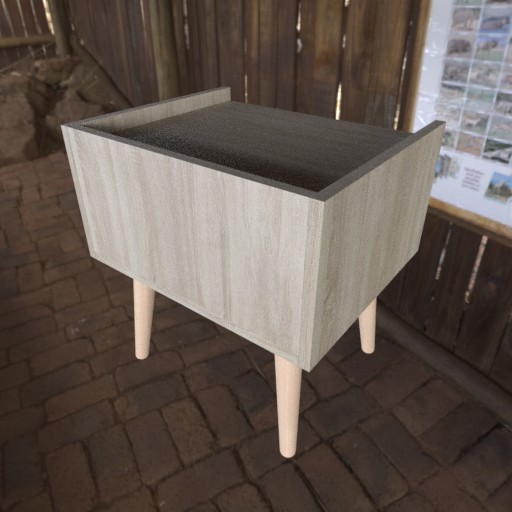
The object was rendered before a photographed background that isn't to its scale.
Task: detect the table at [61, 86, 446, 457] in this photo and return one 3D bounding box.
[{"bbox_3d":[0.000,0.000,0.792,0.450,0.470,0.370,22,38,31],"label":"table"}]
